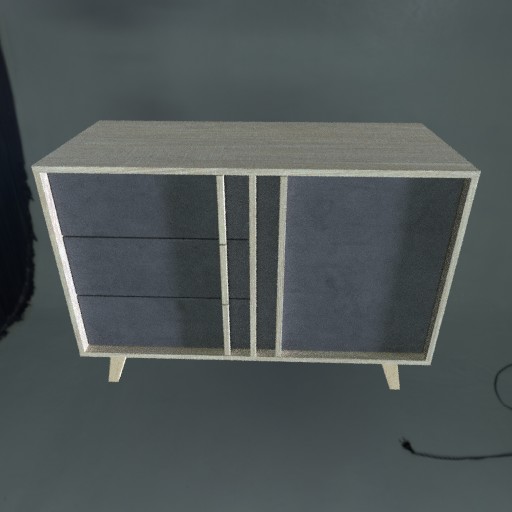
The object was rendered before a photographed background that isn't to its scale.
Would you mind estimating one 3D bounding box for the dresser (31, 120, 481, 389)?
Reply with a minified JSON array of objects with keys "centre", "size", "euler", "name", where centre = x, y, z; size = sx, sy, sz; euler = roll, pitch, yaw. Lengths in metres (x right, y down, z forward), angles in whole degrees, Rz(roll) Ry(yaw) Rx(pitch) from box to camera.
[{"centre":[0.000,0.000,1.503],"size":[1.110,0.780,0.500],"euler":[1,30,2],"name":"dresser"}]
